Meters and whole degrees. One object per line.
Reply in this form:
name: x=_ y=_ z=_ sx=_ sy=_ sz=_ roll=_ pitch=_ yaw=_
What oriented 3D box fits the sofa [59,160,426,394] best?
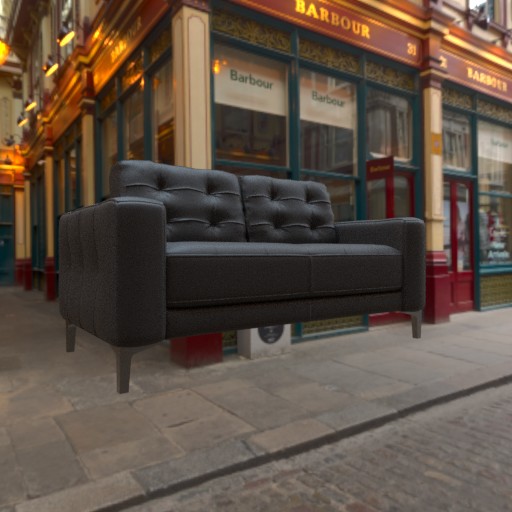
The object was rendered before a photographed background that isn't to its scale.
sofa: x=0.000 y=0.000 z=2.240 sx=1.726 sy=0.893 sz=0.833 roll=0 pitch=1 yaw=-35
